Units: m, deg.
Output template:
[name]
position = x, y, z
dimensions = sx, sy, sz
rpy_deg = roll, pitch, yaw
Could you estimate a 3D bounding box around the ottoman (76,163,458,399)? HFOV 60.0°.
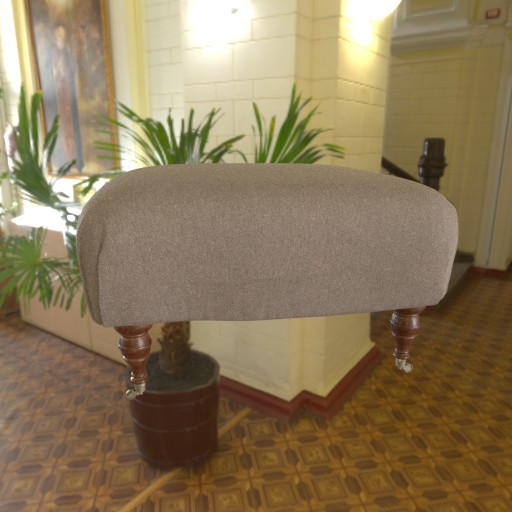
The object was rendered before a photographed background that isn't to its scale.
[ottoman]
position = 0.000, 0.000, 1.103
dimensions = 0.747, 0.450, 0.622
rpy_deg = -3, 15, -10
